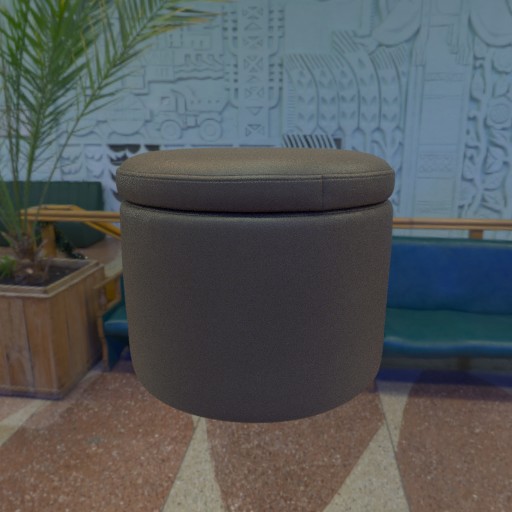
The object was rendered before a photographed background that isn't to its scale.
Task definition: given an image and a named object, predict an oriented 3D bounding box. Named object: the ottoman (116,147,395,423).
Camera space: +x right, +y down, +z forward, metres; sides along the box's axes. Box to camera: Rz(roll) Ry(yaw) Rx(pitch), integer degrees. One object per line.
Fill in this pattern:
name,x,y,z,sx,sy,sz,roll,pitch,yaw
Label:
ottoman,0.000,0.000,0.862,0.500,0.409,0.500,0,14,0
